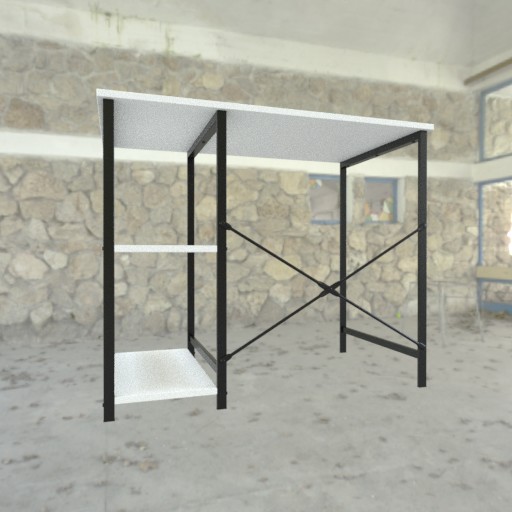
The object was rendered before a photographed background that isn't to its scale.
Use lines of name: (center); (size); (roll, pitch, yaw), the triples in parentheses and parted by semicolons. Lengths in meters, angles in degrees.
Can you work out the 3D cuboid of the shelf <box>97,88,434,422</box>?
shelf: (0.000, 0.000, 1.361); (0.902, 0.750, 0.498); (0, 0, -18)
